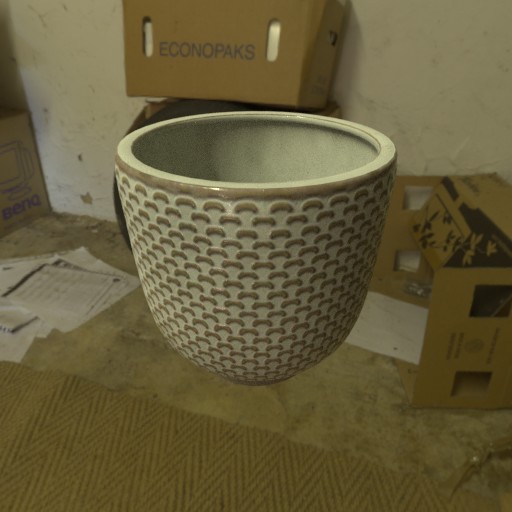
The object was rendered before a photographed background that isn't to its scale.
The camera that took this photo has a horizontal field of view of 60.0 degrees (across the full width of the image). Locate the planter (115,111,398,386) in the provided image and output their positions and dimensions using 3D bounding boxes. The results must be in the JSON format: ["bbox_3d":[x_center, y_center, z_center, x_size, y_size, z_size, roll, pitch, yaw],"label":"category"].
[{"bbox_3d":[0.000,0.000,0.361,0.197,0.191,0.197,0,30,0],"label":"planter"}]
